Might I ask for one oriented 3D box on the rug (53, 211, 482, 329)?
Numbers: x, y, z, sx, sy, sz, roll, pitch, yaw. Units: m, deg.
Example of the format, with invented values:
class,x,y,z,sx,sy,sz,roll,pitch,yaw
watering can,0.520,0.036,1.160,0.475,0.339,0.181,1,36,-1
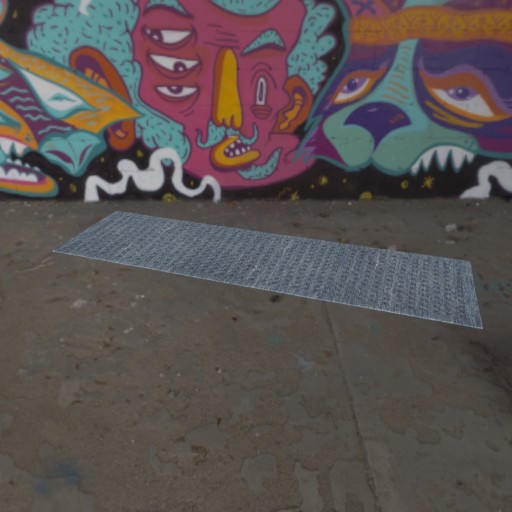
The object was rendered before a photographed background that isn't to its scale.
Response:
class,x,y,z,sx,sy,sz,roll,pitch,yaw
rug,0.000,0.000,2.681,2.443,0.008,0.688,9,29,17
